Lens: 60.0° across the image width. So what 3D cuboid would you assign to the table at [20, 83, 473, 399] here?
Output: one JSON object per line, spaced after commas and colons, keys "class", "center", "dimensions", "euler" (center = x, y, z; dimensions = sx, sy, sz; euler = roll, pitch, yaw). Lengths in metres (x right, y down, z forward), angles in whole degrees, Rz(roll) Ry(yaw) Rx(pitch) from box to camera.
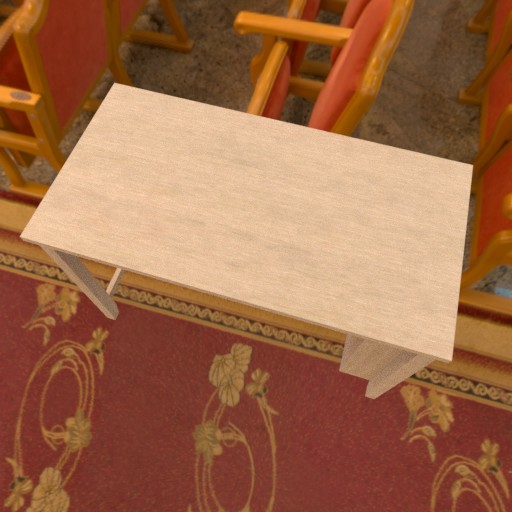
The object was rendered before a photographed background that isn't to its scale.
{"class": "table", "center": [0.000, 0.000, 1.908], "dimensions": [1.397, 0.874, 0.729], "euler": [15, 65, 7]}
